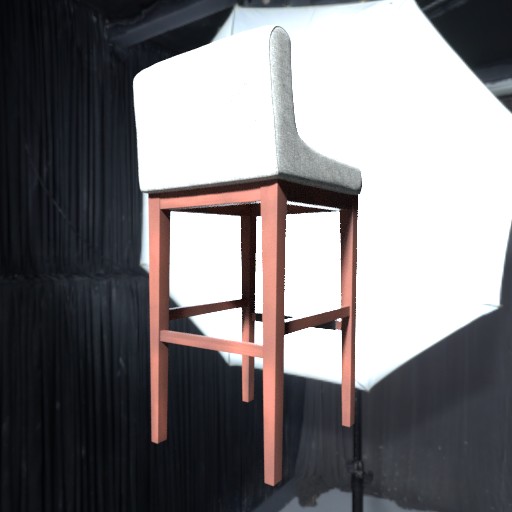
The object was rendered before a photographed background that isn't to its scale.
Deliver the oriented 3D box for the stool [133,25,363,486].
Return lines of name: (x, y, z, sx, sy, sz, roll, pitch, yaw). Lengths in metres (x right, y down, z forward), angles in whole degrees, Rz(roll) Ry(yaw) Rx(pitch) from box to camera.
stool: (0.000, 0.000, 1.201, 0.426, 0.965, 0.499, 0, 0, 36)
